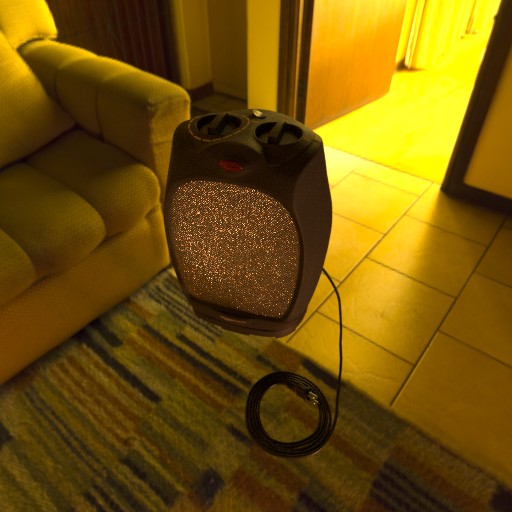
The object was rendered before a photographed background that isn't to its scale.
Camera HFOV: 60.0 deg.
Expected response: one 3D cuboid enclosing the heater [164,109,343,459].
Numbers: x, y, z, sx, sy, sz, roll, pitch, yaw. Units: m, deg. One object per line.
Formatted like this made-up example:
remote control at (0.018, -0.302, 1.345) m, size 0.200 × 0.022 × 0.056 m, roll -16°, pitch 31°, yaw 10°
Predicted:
heater at (0.000, 0.000, 0.477) m, size 0.239 × 0.255 × 0.291 m, roll 12°, pitch 43°, yaw 14°
